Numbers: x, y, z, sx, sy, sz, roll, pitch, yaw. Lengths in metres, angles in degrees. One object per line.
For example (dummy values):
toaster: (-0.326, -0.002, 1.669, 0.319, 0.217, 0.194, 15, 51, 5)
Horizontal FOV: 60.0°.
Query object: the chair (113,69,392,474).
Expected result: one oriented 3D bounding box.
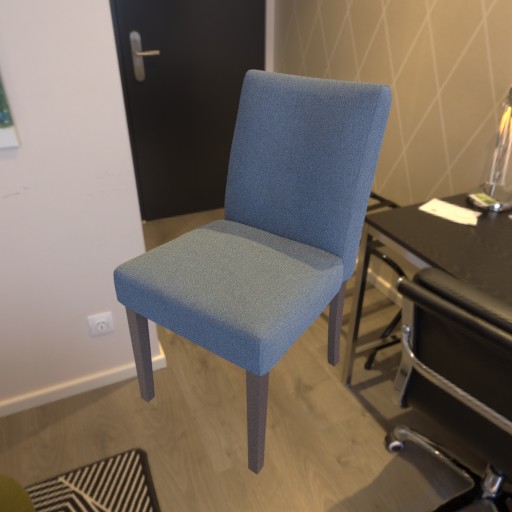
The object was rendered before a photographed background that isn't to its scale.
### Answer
chair: (0.000, 0.000, 1.243, 0.487, 0.882, 0.629, 20, 36, 30)
